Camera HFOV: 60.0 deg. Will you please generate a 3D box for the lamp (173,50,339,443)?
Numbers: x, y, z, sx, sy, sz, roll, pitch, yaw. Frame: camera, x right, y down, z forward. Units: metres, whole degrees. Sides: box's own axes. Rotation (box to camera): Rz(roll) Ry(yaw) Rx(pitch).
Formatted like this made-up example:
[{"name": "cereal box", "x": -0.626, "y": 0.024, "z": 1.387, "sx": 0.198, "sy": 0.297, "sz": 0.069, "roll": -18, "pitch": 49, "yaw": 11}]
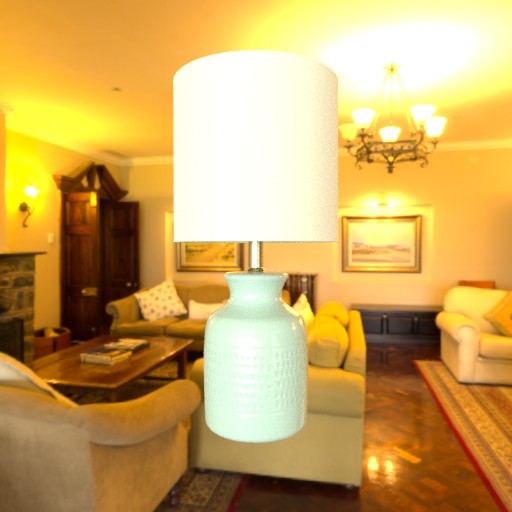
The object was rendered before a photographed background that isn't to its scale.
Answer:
[{"name": "lamp", "x": 0.000, "y": 0.000, "z": 1.146, "sx": 0.418, "sy": 0.871, "sz": 0.418, "roll": -1, "pitch": 1, "yaw": -37}]
